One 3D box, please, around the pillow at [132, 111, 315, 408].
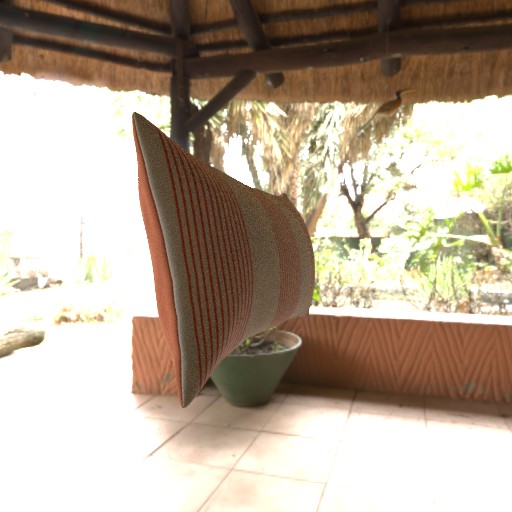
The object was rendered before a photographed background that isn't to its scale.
[{"bbox_3d":[0.000,0.000,0.722,0.156,0.292,0.608,0,0,18],"label":"pillow"}]
